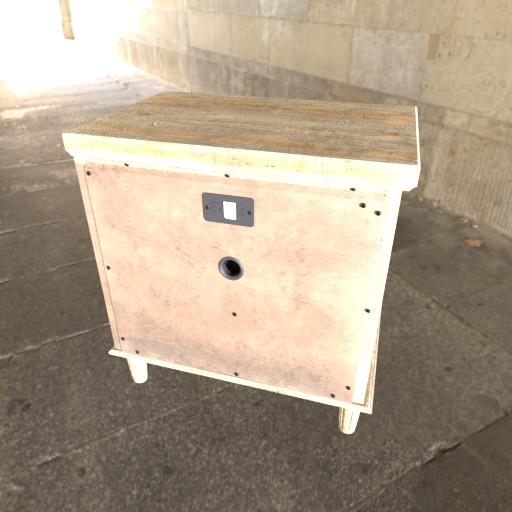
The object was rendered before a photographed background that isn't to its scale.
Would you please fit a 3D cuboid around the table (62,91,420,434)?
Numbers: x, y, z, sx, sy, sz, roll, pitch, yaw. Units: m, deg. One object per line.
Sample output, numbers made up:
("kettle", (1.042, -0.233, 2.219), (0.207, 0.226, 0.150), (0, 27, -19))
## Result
("table", (0.000, 0.000, 1.162), (0.686, 0.711, 0.457), (9, 32, 14))
